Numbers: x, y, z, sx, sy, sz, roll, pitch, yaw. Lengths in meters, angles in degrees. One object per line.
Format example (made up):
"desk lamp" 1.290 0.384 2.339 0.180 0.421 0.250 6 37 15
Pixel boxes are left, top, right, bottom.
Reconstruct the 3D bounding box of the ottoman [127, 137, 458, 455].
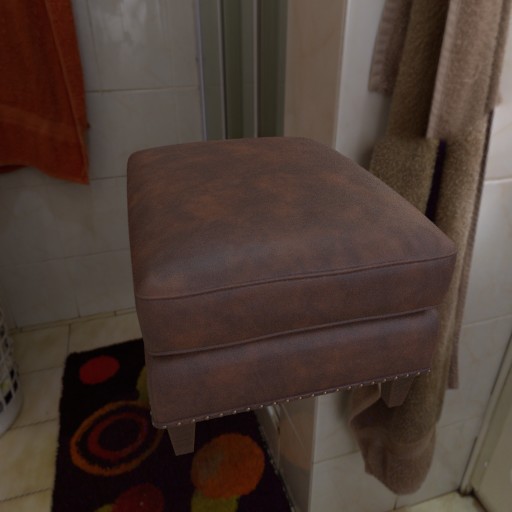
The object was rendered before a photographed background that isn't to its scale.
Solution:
"ottoman" 0.000 0.000 1.115 0.586 0.486 0.742 -8 31 -13
